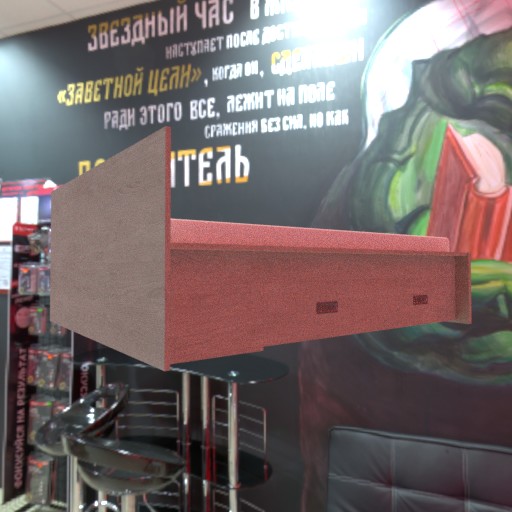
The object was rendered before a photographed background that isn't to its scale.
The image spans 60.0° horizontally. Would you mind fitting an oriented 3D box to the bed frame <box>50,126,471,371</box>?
[{"bbox_3d":[0.000,0.000,2.682,1.960,0.800,1.622,1,-2,-37],"label":"bed frame"}]
